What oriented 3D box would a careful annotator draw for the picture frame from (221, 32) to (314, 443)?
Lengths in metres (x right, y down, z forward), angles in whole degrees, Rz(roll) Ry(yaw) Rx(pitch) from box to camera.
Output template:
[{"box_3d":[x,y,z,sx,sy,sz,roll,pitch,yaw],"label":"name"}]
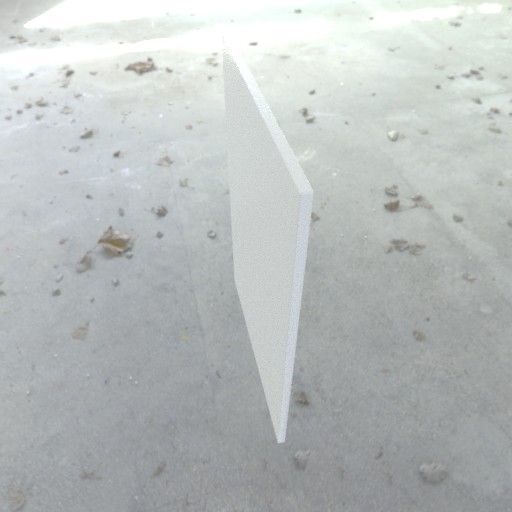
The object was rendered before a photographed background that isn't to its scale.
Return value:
[{"box_3d":[0.000,0.000,0.694,0.012,0.534,0.381,-10,47,-9],"label":"picture frame"}]
